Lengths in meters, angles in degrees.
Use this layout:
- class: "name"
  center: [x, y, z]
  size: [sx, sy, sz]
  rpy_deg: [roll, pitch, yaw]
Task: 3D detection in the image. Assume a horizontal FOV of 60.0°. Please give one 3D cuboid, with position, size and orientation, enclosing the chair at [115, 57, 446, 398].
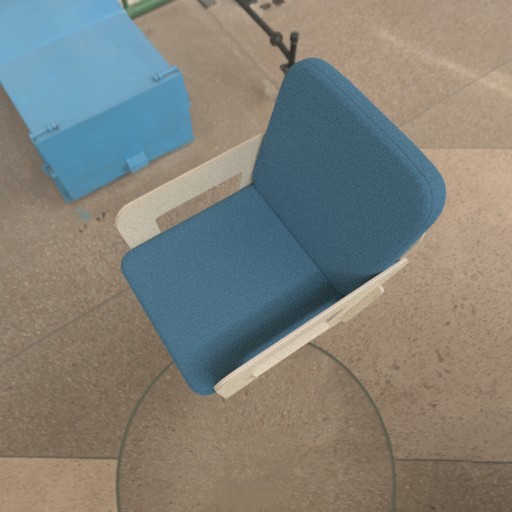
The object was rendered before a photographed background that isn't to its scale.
- class: "chair"
  center: [0.000, 0.000, 1.209]
  size: [0.657, 0.747, 0.547]
  rpy_deg: [-31, 69, -14]
